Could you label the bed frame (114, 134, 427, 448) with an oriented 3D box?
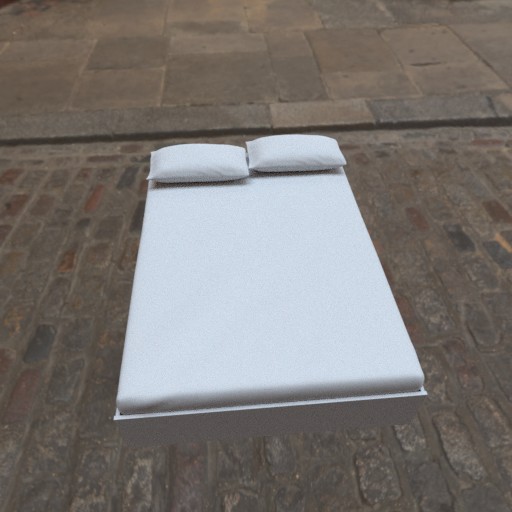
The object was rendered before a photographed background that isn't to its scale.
[{"bbox_3d":[0.000,0.000,2.710,1.450,0.629,1.950,-3,46,-3],"label":"bed frame"}]
